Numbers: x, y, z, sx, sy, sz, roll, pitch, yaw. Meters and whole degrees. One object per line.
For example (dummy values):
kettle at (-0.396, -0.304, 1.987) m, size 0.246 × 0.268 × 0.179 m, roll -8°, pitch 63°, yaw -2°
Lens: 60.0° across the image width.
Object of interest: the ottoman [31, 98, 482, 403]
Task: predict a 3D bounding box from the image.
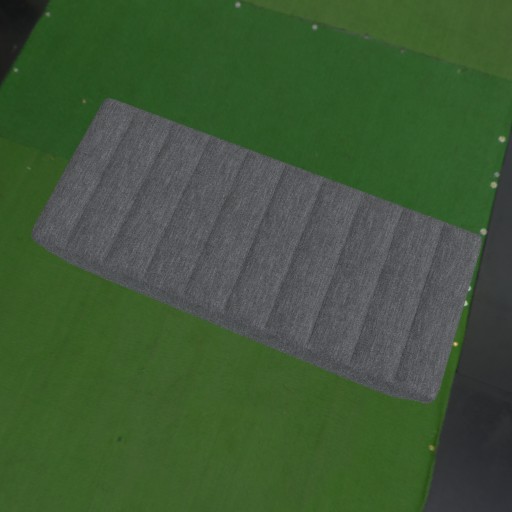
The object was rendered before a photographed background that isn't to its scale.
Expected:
ottoman at (0.000, 0.000, 1.391) m, size 1.151 × 0.469 × 0.482 m, roll 22°, pitch 77°, yaw 5°
